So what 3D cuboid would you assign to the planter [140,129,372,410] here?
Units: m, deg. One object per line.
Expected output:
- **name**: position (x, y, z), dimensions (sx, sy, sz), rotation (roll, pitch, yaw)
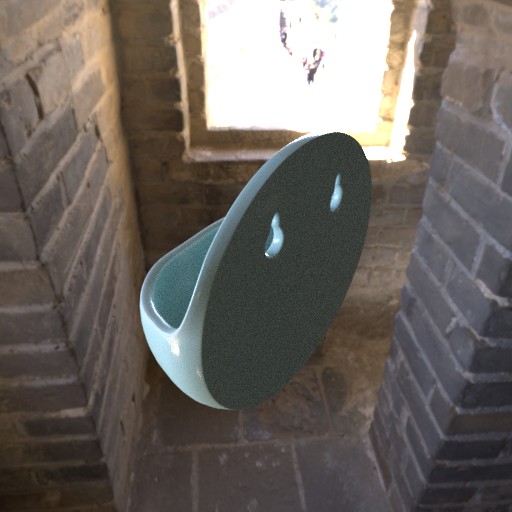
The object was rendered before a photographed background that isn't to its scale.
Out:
- **planter**: position (0.000, 0.000, 0.278), dimensions (0.073, 0.164, 0.189), rotation (22, 39, 30)
